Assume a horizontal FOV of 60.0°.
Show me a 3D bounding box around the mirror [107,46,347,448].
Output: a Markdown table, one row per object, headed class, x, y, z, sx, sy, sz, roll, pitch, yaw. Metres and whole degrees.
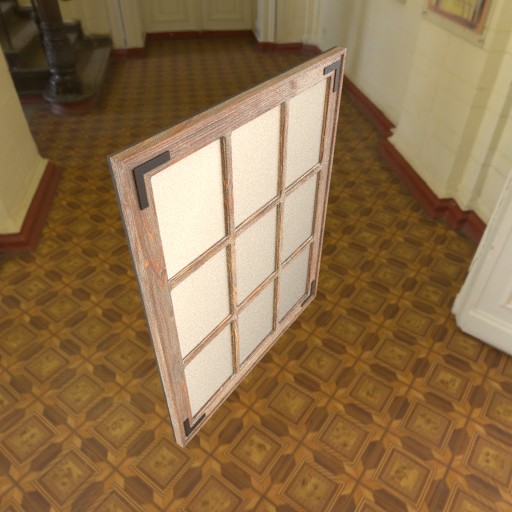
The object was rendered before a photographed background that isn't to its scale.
| class | x | y | z | sx | sy | sz | roll | pitch | yaw |
| --- | --- | --- | --- | --- | --- | --- | --- | --- | --- |
| mirror | 0.000 | 0.000 | 1.178 | 0.032 | 0.882 | 0.730 | 25 | 46 | 27 |
